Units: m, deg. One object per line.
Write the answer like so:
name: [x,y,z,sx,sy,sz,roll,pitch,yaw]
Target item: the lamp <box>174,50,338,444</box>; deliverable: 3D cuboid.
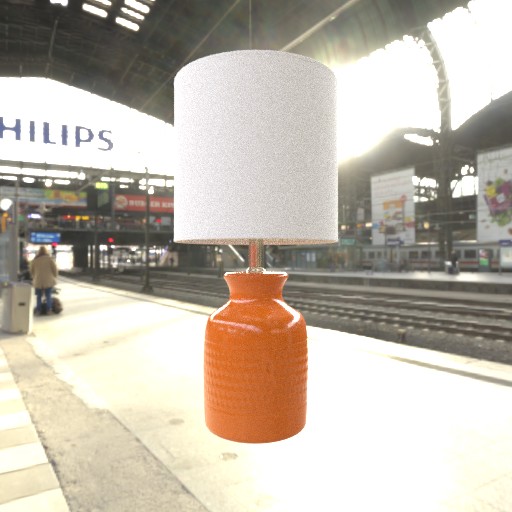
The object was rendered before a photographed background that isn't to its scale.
lamp: [0.000,0.000,1.145,0.418,0.871,0.418,0,0,-35]
